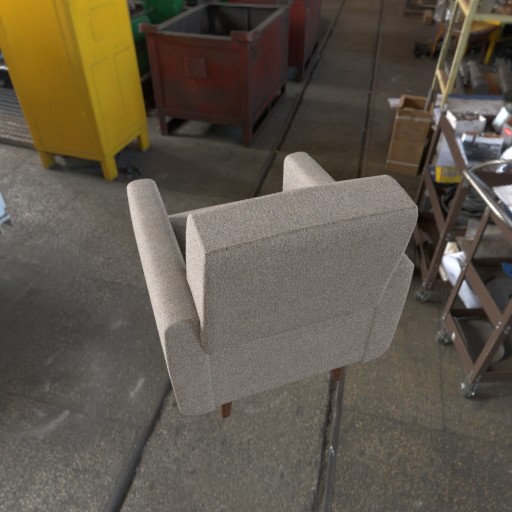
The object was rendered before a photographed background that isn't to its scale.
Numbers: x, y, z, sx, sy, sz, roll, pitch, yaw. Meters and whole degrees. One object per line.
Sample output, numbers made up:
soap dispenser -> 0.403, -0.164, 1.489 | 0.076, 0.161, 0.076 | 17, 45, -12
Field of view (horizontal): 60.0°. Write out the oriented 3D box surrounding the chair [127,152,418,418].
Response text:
chair -> 0.000, 0.000, 1.718 | 0.845, 0.968, 0.942 | -13, 42, -15
